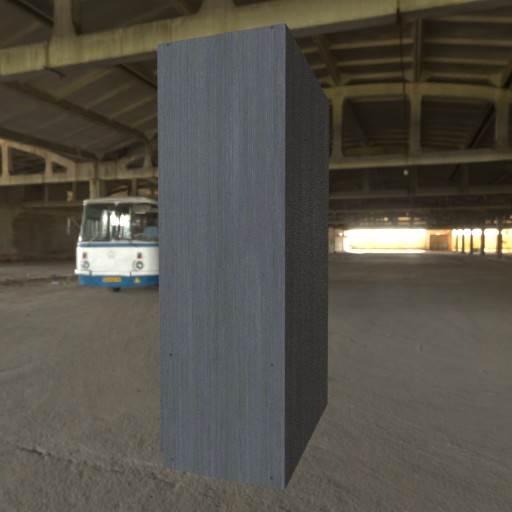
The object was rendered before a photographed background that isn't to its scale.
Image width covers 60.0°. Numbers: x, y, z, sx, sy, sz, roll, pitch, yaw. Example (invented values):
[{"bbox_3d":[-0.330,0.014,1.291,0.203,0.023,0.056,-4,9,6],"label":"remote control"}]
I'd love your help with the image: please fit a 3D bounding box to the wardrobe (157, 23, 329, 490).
[{"bbox_3d":[0.000,0.000,2.274,0.577,1.808,0.991,1,2,19],"label":"wardrobe"}]
